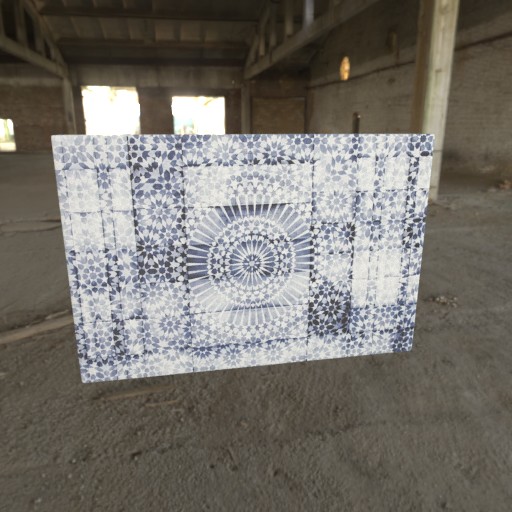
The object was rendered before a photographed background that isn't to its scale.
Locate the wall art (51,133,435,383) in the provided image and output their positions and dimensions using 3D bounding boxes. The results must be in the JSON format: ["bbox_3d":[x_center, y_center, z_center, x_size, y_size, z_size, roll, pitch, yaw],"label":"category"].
[{"bbox_3d":[0.000,0.000,1.149,0.911,0.608,0.057,-3,17,-10],"label":"wall art"}]
